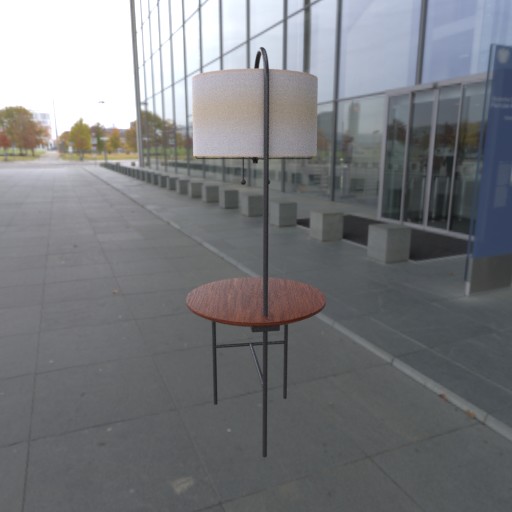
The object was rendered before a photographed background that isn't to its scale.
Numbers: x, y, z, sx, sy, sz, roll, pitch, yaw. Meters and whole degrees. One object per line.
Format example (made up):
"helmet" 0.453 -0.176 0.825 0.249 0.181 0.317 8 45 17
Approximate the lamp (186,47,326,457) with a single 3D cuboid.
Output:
"lamp" 0.000 0.000 1.796 0.573 1.517 0.573 0 13 0
